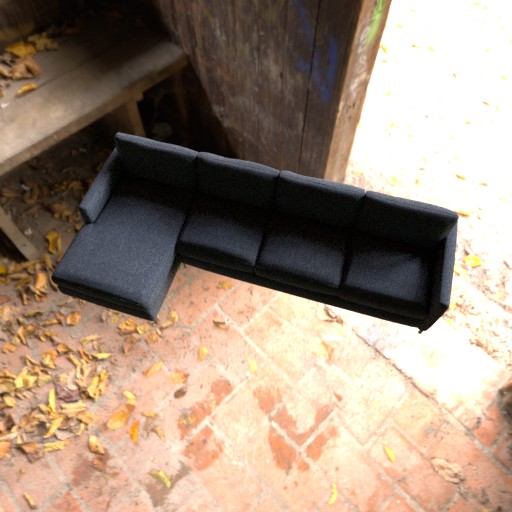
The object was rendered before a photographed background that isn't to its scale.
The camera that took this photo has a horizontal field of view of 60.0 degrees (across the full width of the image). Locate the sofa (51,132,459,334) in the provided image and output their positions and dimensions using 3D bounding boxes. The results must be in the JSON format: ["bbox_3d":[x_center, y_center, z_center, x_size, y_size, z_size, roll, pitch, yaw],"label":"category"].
[{"bbox_3d":[0.000,0.000,3.496,2.932,0.810,1.350,15,61,8],"label":"sofa"}]
